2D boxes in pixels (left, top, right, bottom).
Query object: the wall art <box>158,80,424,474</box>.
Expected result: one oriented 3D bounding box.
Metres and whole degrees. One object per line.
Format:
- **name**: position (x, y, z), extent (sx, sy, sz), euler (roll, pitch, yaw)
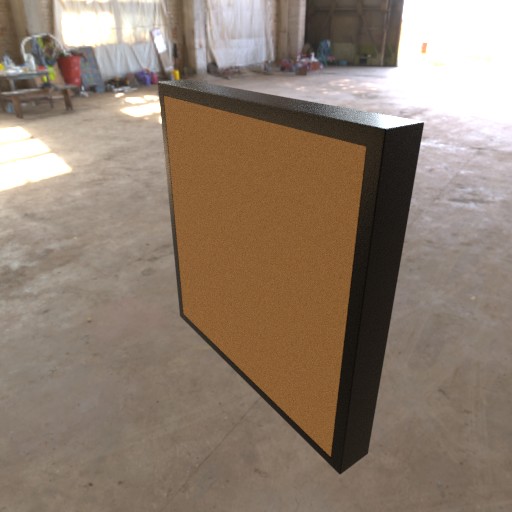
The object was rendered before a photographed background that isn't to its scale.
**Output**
- **wall art**: position (0.000, 0.000, 0.438), extent (0.037, 0.299, 0.299), euler (-19, 33, -32)
